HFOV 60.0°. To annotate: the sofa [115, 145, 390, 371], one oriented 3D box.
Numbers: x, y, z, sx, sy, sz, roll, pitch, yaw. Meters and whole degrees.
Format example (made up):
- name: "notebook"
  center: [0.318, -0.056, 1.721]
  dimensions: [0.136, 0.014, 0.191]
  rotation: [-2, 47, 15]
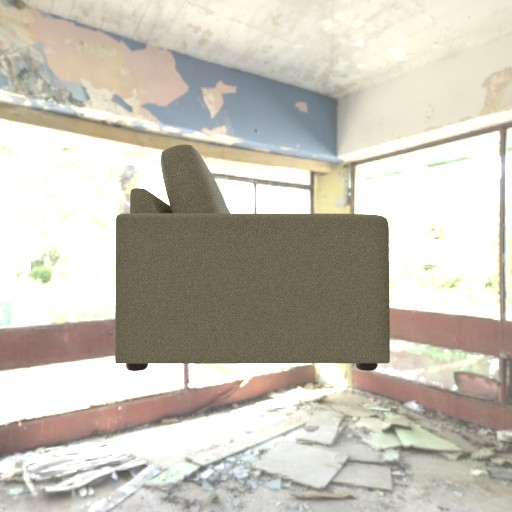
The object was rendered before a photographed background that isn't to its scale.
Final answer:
- name: "sofa"
  center: [0.000, 0.000, 2.652]
  dimensions: [1.016, 0.873, 2.179]
  rotation: [0, -1, 0]
